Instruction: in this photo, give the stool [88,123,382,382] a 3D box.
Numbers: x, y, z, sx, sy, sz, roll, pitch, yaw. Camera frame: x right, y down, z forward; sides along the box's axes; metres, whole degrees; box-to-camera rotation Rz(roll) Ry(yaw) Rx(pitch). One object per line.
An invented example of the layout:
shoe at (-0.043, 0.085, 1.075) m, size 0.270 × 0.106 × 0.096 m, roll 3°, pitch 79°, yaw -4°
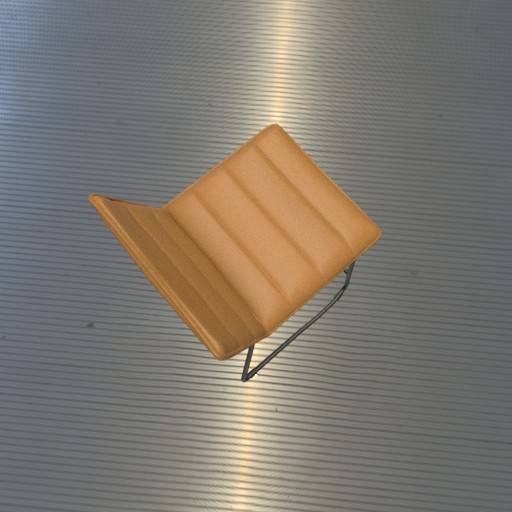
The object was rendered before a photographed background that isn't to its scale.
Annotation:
stool at (0.000, 0.000, 1.247) m, size 0.524 × 0.936 × 0.489 m, roll -39°, pitch 78°, yaw -10°
